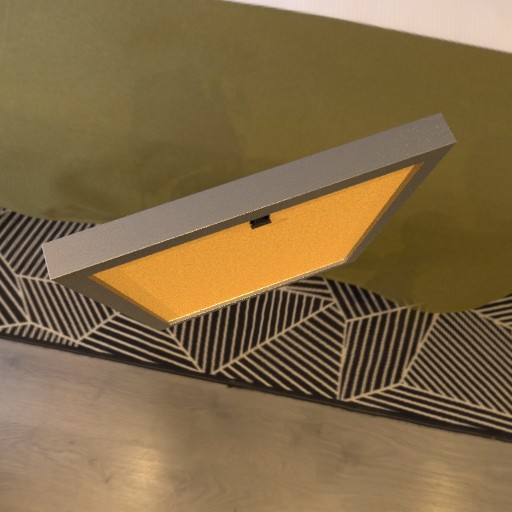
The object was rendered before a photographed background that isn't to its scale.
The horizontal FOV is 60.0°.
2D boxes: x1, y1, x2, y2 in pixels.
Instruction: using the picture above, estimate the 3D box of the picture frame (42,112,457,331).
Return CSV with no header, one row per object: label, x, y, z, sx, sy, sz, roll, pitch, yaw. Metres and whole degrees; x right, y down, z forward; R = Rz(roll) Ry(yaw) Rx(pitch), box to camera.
picture frame,0.000,0.000,1.335,0.839,0.968,0.073,-19,76,-5
